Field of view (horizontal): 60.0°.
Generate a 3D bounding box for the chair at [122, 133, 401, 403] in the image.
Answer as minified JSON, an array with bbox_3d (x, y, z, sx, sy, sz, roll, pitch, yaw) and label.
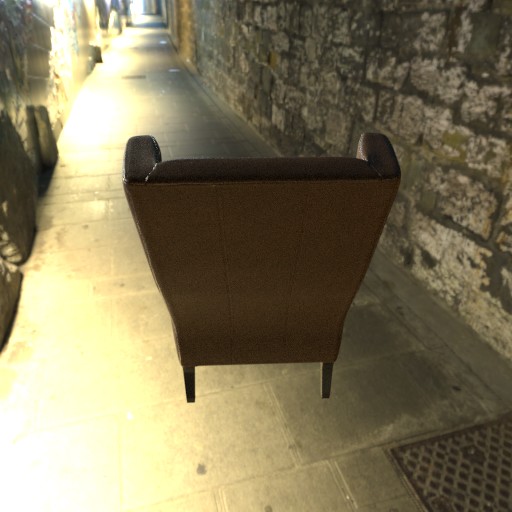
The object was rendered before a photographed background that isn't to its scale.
[{"bbox_3d":[0.000,0.000,1.690,0.852,1.016,0.925,-1,30,-2],"label":"chair"}]
